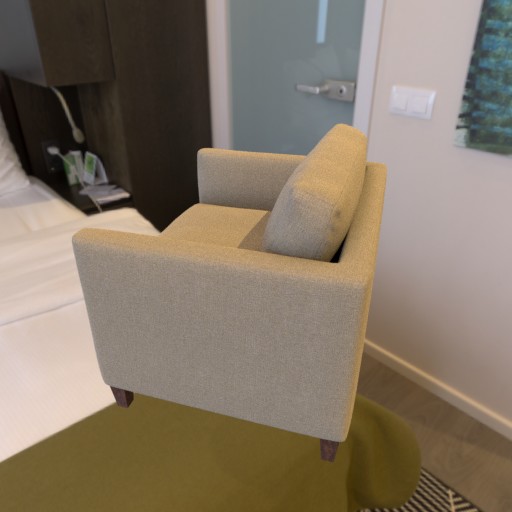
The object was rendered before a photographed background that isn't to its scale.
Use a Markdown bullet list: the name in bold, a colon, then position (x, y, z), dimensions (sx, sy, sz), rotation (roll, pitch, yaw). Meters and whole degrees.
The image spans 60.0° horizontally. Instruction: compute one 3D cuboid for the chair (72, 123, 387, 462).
- **chair**: position (0.000, 0.000, 1.843), dimensions (0.959, 0.963, 1.107), rotation (8, 30, 15)
